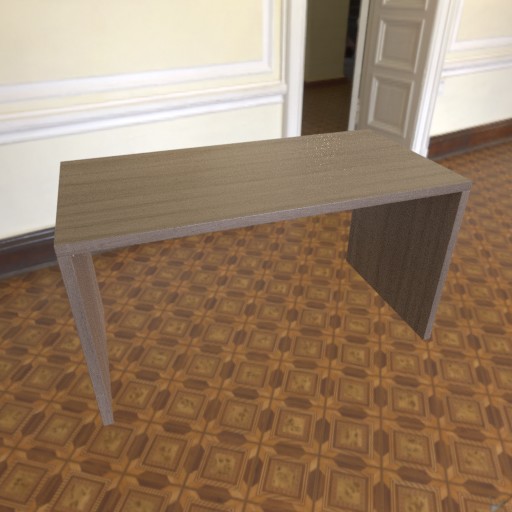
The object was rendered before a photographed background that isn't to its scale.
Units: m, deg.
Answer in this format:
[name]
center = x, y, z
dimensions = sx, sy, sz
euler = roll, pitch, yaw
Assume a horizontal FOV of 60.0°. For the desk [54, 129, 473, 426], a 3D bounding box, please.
[desk]
center = 0.000, 0.000, 1.844
dimensions = 1.380, 0.745, 0.690
euler = -10, 33, -16
